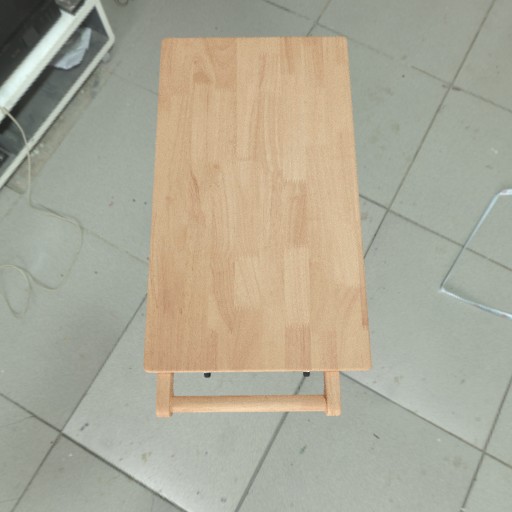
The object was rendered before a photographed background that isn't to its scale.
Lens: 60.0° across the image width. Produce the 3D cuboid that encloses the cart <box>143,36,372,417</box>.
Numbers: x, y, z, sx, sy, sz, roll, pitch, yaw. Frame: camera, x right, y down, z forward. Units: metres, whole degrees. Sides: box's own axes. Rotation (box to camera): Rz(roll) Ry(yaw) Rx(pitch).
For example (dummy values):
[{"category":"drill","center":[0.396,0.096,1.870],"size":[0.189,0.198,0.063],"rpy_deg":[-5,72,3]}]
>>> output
[{"category":"cart","center":[0.000,0.000,1.345],"size":[0.432,0.879,0.853],"rpy_deg":[-1,75,0]}]
